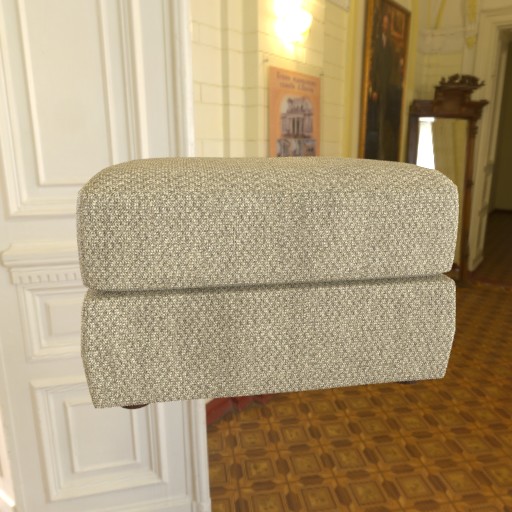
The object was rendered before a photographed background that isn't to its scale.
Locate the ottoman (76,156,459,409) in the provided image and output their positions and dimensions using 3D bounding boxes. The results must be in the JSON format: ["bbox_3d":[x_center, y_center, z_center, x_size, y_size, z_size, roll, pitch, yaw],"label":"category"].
[{"bbox_3d":[0.000,0.000,1.100,0.751,0.476,0.603,-2,14,-9],"label":"ottoman"}]
